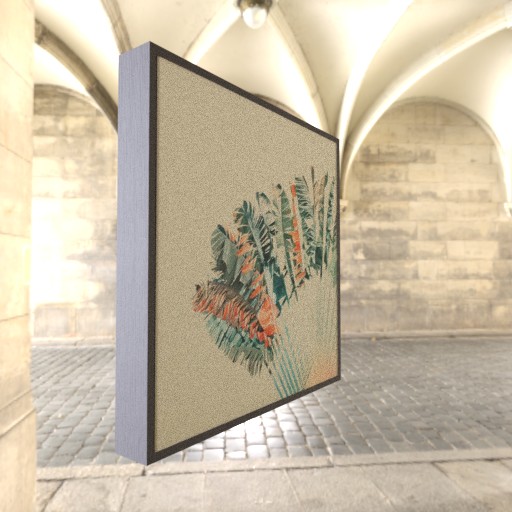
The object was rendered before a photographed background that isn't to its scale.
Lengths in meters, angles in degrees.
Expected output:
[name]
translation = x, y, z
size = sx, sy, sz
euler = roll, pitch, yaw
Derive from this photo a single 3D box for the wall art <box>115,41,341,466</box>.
[wall art]
translation = 0.000, 0.000, 0.444
size = 0.036, 0.300, 0.302
euler = -1, -2, 37
